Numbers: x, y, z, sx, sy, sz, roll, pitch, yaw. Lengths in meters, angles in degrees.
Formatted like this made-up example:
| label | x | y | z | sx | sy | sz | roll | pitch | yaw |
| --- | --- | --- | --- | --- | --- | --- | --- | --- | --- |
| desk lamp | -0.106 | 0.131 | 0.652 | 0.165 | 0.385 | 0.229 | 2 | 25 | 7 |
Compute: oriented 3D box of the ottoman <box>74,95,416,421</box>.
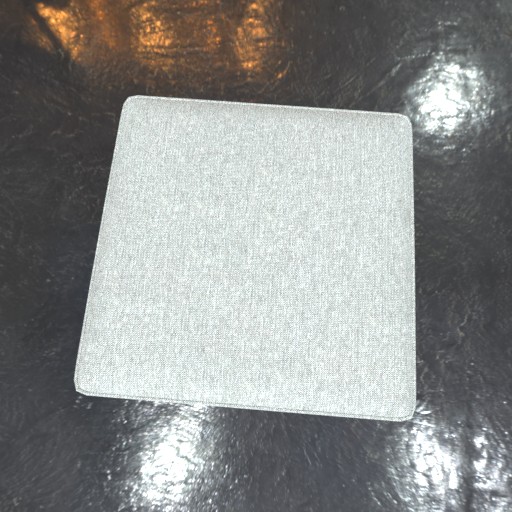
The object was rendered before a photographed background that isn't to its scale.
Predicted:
| label | x | y | z | sx | sy | sz | roll | pitch | yaw |
| --- | --- | --- | --- | --- | --- | --- | --- | --- | --- |
| ottoman | 0.000 | 0.000 | 1.572 | 1.005 | 0.455 | 1.005 | 4 | 75 | 1 |
